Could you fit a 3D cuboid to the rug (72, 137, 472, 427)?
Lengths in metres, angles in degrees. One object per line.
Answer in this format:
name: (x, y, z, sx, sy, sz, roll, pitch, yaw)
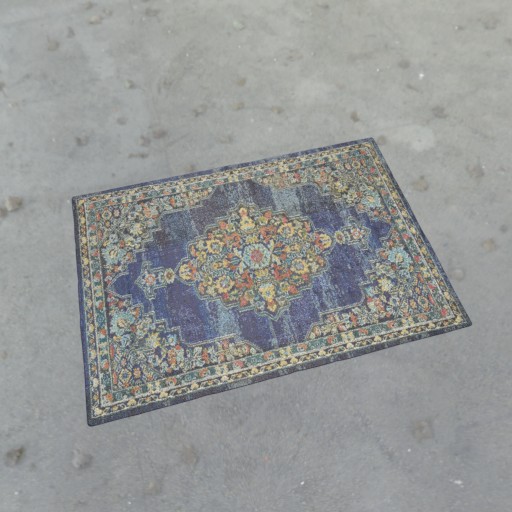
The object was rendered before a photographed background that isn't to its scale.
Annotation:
rug: (0.000, 0.000, 3.727, 2.940, 0.011, 2.053, -13, 61, -7)
